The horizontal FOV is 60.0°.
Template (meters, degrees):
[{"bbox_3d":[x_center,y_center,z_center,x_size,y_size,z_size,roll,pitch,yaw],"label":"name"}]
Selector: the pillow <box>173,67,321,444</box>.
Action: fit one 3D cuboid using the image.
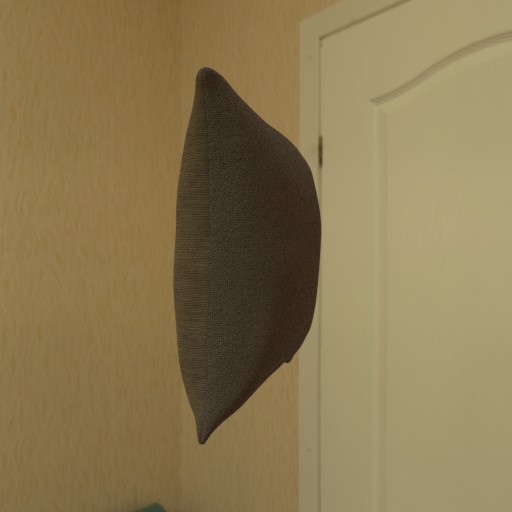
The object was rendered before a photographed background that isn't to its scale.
[{"bbox_3d":[0.000,0.000,0.713,0.204,0.439,0.452,0,0,17],"label":"pillow"}]
